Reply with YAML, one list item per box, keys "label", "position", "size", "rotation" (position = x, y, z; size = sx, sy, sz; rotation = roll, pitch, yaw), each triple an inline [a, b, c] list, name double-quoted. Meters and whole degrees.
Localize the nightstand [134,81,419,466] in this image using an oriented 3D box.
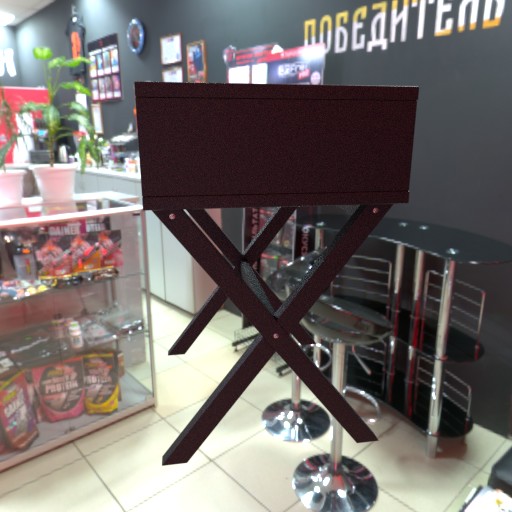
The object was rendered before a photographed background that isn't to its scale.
- label: "nightstand"
  position: [0.000, 0.000, 0.921]
  size: [0.402, 0.623, 0.479]
  rotation: [-3, 16, -9]
